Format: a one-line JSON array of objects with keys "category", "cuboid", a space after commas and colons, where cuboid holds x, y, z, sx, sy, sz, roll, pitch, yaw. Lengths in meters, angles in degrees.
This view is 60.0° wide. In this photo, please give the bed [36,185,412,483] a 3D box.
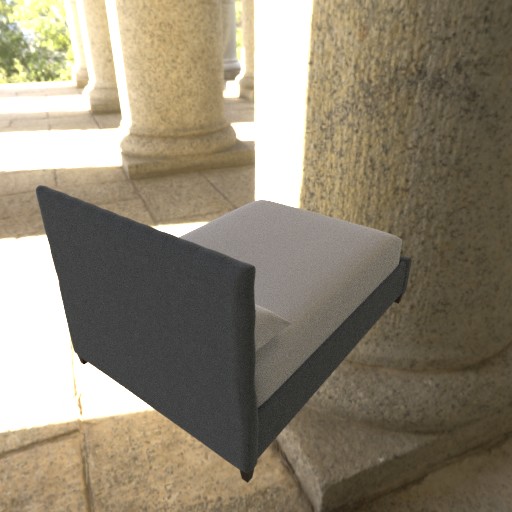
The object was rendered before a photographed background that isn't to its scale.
[{"category": "bed", "cuboid": [0.000, 0.000, 3.408, 1.698, 1.411, 2.335, 20, 34, 32]}]
